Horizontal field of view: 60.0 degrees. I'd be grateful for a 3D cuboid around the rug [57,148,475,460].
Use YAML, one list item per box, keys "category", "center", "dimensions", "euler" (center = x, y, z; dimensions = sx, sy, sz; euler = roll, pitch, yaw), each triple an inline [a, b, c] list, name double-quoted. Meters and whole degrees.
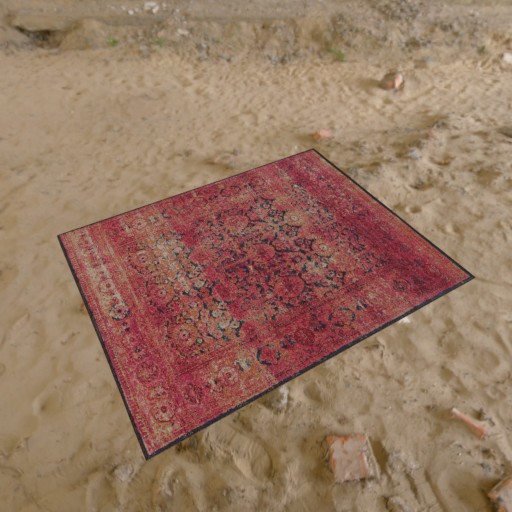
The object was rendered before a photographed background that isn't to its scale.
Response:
- category: "rug"
  center: [0.000, 0.000, 4.057]
  dimensions: [3.032, 0.020, 2.411]
  euler: [-23, 50, -21]
